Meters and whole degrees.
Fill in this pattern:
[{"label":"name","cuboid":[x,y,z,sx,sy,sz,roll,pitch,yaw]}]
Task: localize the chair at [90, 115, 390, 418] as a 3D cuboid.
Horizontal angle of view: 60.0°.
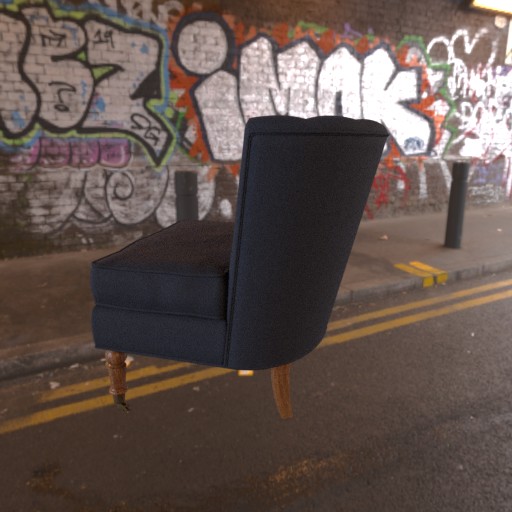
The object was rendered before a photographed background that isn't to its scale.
[{"label":"chair","cuboid":[0.000,0.000,1.326,0.718,0.771,0.740,3,14,11]}]
